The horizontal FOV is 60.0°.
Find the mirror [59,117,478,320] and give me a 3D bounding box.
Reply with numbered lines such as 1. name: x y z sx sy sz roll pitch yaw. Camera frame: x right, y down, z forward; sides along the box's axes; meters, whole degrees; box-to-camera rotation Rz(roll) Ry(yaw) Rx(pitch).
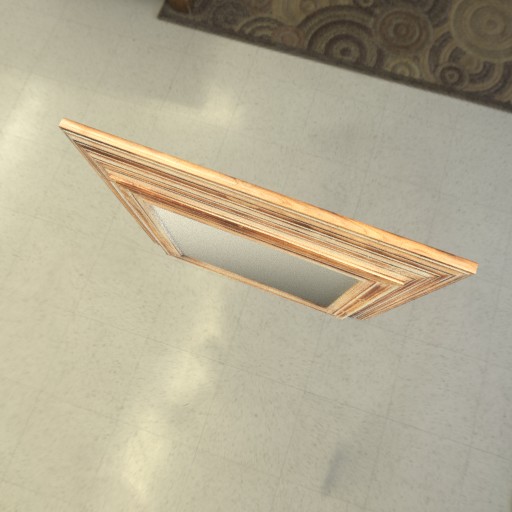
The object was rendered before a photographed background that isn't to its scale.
1. mirror: 0.000 0.000 1.188 0.804 0.804 0.061 20 77 5
